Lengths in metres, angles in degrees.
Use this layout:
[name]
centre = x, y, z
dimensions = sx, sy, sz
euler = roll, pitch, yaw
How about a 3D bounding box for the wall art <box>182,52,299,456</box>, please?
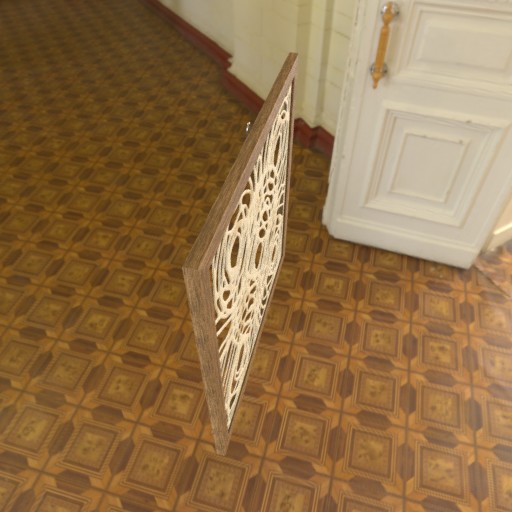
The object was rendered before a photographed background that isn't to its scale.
[wall art]
centre = 0.000, 0.000, 0.853
dimensions = 0.021, 0.576, 0.561
euler = 11, 48, 10
